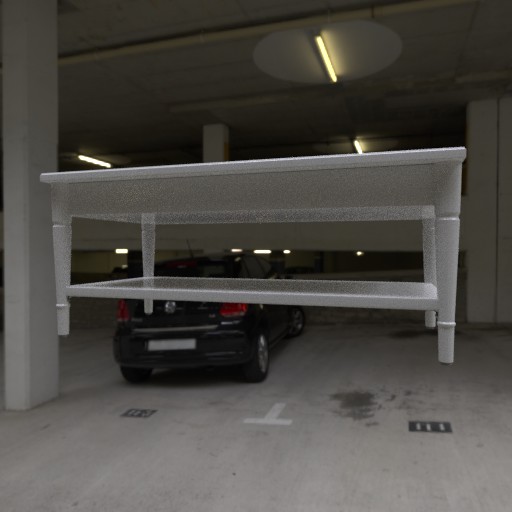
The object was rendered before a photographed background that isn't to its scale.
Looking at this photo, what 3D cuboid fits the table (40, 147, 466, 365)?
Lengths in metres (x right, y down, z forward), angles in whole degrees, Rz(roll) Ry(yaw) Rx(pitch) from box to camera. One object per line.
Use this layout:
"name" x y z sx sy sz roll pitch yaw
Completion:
"table" 0.000 0.000 1.326 1.067 0.457 0.559 0 1 18
